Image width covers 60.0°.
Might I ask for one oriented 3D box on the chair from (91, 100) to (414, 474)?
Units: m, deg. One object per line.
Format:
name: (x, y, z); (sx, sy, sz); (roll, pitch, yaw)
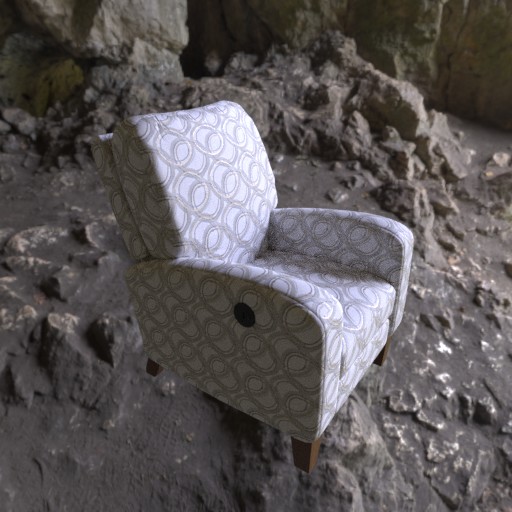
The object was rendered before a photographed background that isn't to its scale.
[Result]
chair: (0.000, 0.000, 1.729); (0.995, 1.065, 0.796); (17, 31, 31)
